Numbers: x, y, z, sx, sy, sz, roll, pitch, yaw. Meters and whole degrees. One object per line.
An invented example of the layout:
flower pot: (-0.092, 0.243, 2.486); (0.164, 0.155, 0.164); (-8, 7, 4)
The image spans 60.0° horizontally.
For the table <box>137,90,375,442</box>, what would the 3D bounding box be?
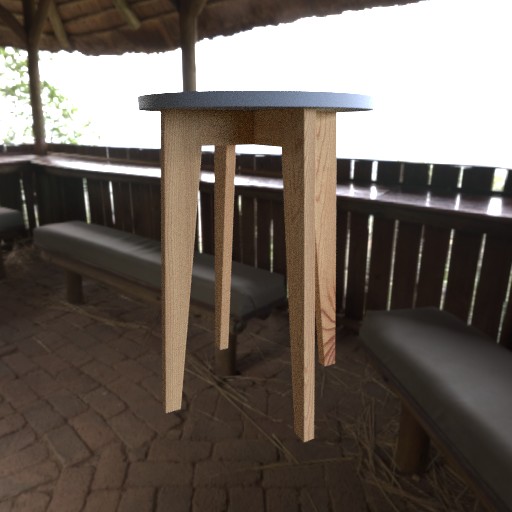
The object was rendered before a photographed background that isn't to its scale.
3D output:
table: (0.000, 0.000, 0.746); (0.350, 0.500, 0.350); (0, 17, 0)
